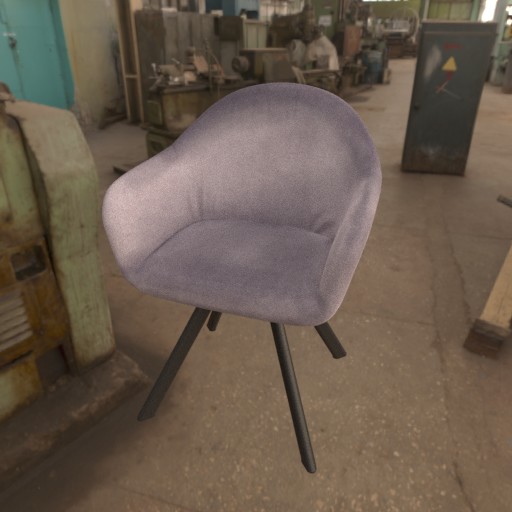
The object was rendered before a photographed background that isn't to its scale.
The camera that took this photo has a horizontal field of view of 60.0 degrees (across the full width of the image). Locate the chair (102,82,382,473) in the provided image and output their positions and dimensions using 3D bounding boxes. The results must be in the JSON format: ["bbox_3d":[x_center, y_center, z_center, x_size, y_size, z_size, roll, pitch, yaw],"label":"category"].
[{"bbox_3d":[0.000,0.000,1.129,0.570,0.780,0.540,9,29,17],"label":"chair"}]
